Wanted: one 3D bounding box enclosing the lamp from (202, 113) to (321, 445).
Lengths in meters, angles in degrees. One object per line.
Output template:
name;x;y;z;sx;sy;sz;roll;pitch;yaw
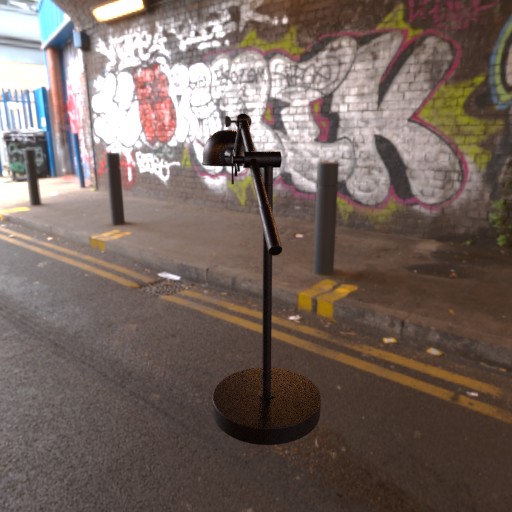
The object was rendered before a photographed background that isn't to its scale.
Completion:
lamp;0.000;0.000;0.810;0.185;0.495;0.567;-3;15;-9
